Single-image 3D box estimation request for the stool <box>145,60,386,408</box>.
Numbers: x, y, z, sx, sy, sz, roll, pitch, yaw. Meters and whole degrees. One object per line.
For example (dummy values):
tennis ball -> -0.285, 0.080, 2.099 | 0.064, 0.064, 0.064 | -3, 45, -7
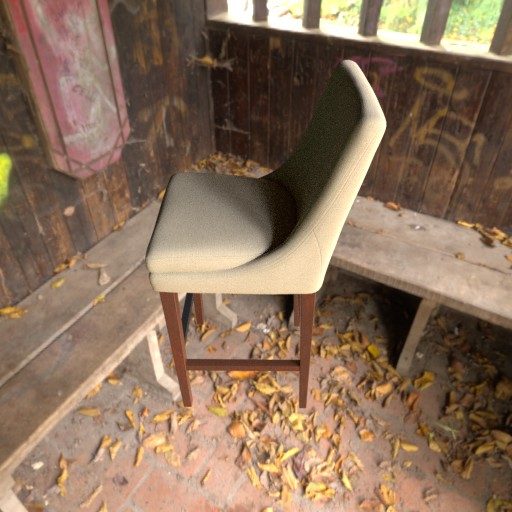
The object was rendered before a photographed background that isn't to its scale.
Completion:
stool -> 0.000, 0.000, 1.405 | 0.577, 1.078, 0.470 | 1, 40, 1
